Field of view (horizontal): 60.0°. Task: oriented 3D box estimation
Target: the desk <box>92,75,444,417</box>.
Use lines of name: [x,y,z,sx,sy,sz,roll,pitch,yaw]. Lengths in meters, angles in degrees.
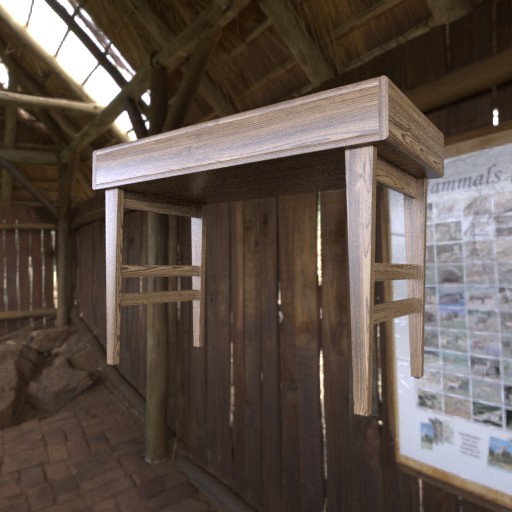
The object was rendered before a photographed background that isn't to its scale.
desk: [0.000,0.000,1.464,1.067,0.755,0.508,-1,-2,36]
